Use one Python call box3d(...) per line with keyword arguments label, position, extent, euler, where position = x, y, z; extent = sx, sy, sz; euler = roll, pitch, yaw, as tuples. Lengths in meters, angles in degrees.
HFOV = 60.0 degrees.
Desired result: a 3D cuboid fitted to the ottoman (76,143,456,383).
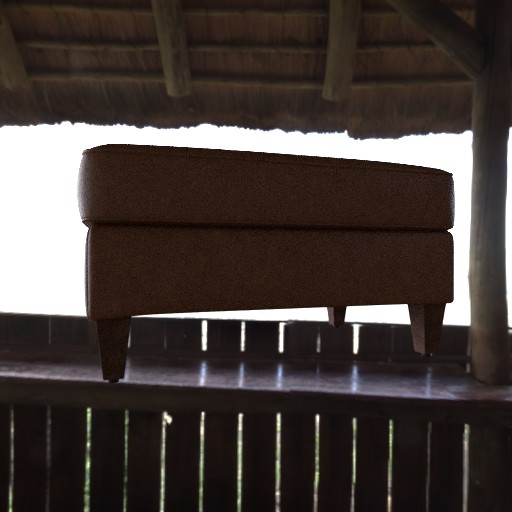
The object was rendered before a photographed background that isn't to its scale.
box3d(label="ottoman", position=(0.000, 0.000, 1.178), extent=(0.864, 0.483, 0.584), euler=(0, 0, -18))
